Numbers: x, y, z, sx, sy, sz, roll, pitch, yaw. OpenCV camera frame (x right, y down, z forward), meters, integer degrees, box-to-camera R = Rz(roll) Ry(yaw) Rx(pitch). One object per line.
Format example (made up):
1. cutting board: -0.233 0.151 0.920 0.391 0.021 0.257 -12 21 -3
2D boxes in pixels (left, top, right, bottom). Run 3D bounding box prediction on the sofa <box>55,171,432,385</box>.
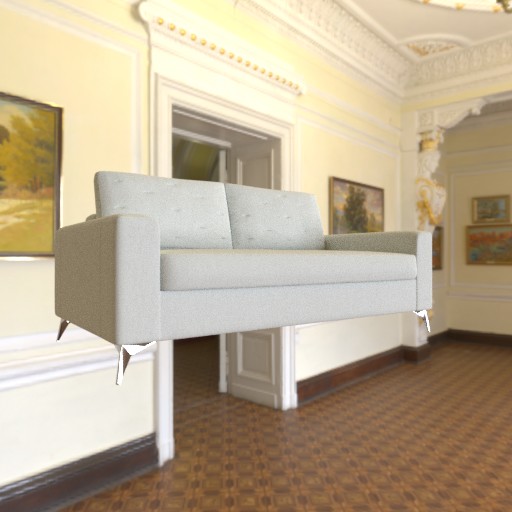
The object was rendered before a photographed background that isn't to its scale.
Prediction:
1. sofa: 0.000 0.000 2.154 1.650 0.790 0.920 0 0 -36
